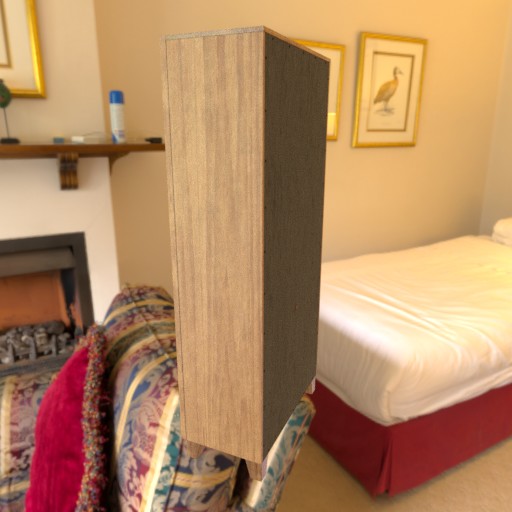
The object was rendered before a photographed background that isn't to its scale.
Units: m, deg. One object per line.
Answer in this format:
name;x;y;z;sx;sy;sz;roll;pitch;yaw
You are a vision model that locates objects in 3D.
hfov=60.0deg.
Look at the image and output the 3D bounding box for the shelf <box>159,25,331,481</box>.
shelf;0.000;0.000;2.258;0.453;1.930;0.864;7;18;23
